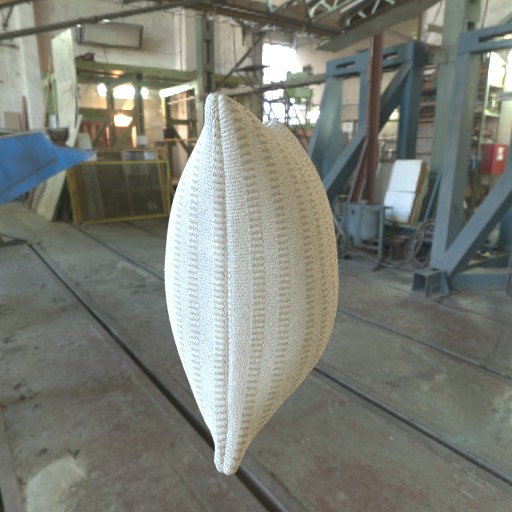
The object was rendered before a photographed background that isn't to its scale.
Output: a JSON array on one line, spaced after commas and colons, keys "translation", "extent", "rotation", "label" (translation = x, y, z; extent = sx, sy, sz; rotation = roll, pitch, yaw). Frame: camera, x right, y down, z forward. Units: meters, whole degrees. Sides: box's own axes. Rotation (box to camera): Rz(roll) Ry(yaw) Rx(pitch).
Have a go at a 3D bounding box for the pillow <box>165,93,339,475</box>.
[{"translation": [0.000, 0.000, 0.665], "extent": [0.247, 0.419, 0.438], "rotation": [2, 14, 10], "label": "pillow"}]
